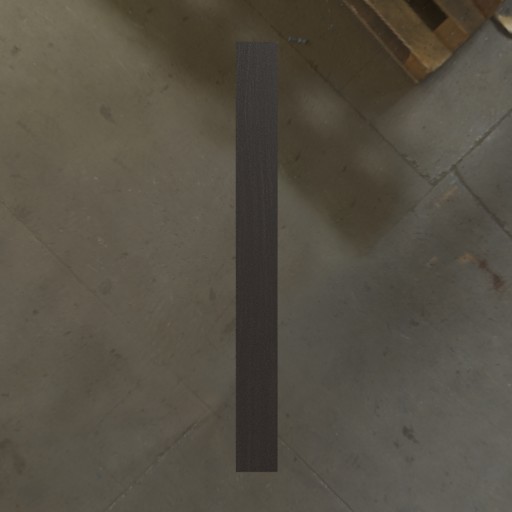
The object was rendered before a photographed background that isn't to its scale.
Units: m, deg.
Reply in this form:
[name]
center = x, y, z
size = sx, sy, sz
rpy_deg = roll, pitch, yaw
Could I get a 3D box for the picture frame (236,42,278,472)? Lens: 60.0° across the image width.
[picture frame]
center = 0.000, 0.000, 0.744
size = 0.044, 0.555, 0.452
rpy_deg = 0, 90, 0
